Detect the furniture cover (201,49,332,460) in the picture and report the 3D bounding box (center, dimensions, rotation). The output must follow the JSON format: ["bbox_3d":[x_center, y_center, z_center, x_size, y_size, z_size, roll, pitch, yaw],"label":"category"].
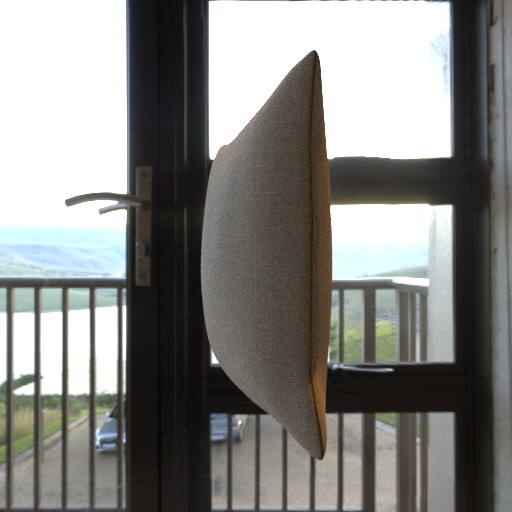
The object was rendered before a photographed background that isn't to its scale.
[{"bbox_3d":[0.000,0.000,0.782,0.178,0.506,0.512,0,-1,-18],"label":"furniture cover"}]
